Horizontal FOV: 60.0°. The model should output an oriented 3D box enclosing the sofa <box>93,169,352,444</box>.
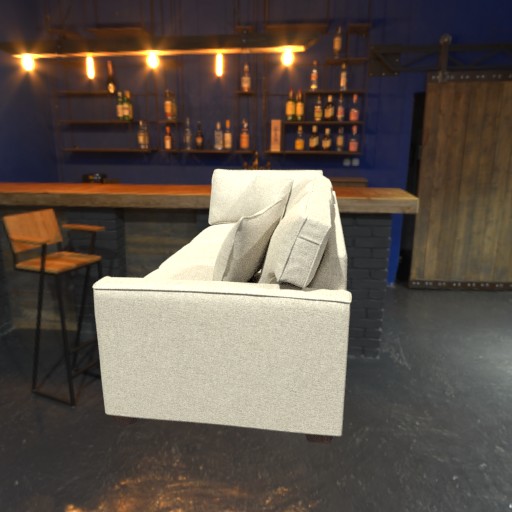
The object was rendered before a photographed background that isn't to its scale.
[{"bbox_3d":[0.000,0.000,2.811,1.053,0.948,2.323,2,15,8],"label":"sofa"}]
